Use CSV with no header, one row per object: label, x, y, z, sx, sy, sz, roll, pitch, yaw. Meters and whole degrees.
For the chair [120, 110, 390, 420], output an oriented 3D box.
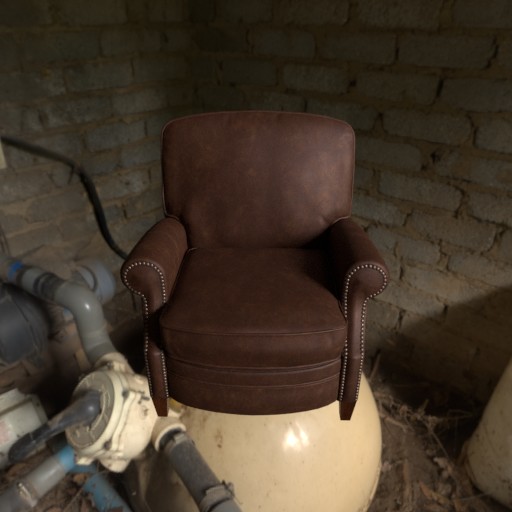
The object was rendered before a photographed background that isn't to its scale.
chair,0.000,0.000,1.793,0.936,1.018,0.986,1,29,1
